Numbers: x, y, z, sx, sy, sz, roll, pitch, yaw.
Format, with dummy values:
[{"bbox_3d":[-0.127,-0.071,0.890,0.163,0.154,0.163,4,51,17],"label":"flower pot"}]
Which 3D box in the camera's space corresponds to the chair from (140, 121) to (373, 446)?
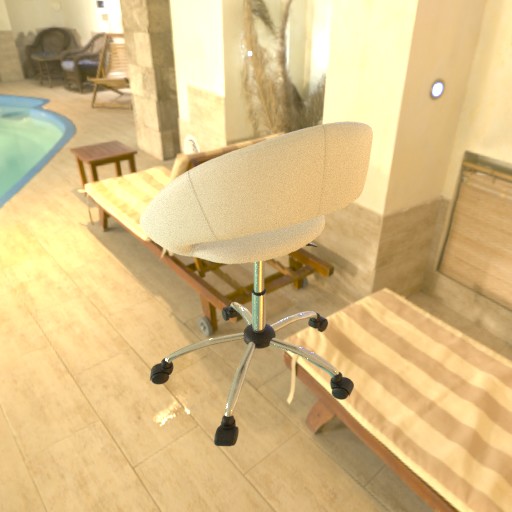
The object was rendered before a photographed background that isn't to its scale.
[{"bbox_3d":[0.000,0.000,1.190,0.612,0.791,0.538,-19,36,-29],"label":"chair"}]
